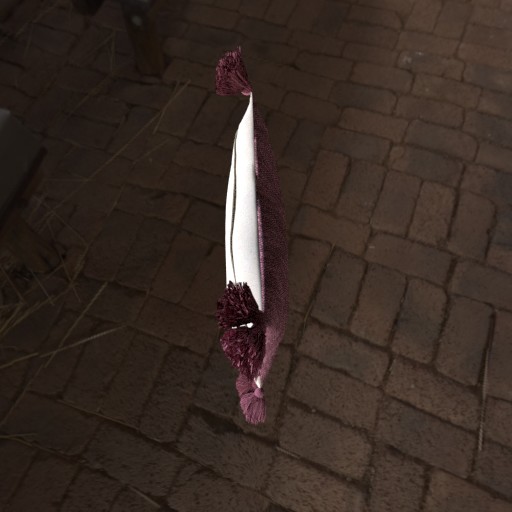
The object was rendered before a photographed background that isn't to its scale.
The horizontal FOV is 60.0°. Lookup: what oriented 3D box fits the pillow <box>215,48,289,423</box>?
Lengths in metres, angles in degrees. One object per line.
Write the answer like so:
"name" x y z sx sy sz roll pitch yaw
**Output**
"pillow" 0.000 0.000 0.965 0.138 0.659 0.641 -2 64 -1
